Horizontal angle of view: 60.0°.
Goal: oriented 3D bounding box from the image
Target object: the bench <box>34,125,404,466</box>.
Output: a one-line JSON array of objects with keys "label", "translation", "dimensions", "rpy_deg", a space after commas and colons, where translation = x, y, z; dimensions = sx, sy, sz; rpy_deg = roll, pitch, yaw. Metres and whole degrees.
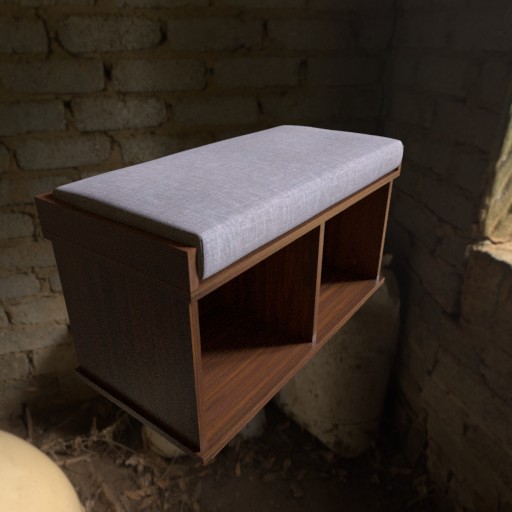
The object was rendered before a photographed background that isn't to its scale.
[{"label": "bench", "translation": [0.000, 0.000, 0.982], "dimensions": [0.362, 0.461, 0.734], "rpy_deg": [18, 32, 32]}]
